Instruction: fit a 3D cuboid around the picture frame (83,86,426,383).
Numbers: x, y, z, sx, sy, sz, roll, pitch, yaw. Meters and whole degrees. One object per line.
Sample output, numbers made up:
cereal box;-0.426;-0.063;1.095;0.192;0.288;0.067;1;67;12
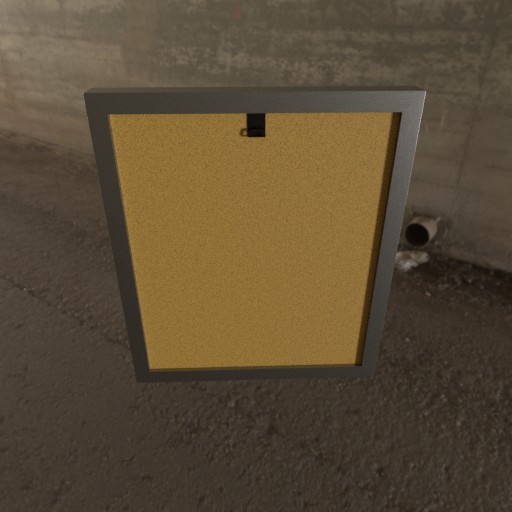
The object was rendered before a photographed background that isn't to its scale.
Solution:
picture frame;0.000;0.000;1.355;0.839;0.968;0.073;-1;30;-2
